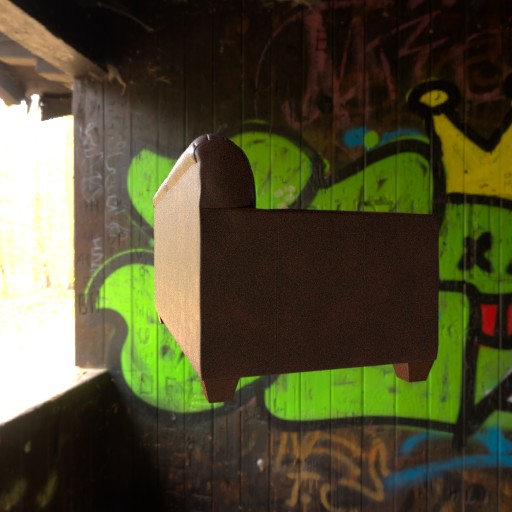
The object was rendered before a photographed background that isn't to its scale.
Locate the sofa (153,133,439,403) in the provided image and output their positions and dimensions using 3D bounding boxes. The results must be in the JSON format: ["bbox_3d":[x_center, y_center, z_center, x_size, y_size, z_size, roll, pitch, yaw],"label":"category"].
[{"bbox_3d":[0.000,0.000,2.461,1.000,0.966,1.856,0,1,-17],"label":"sofa"}]
